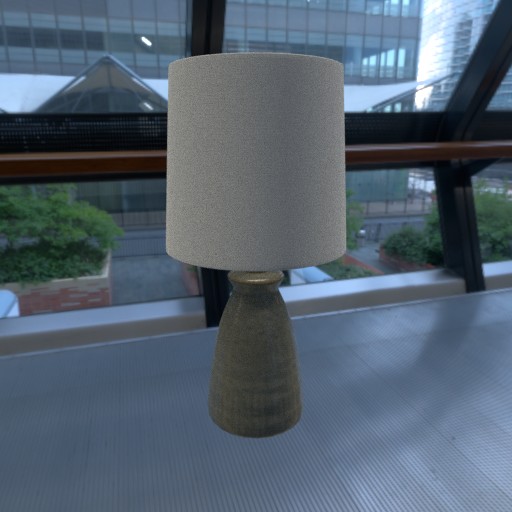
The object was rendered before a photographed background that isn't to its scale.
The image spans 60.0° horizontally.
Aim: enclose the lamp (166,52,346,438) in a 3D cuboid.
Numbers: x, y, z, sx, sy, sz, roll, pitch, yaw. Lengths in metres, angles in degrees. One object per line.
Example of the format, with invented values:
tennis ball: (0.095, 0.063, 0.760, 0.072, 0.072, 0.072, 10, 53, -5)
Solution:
lamp: (0.000, 0.000, 0.470, 0.186, 0.369, 0.186, 0, 15, 0)
